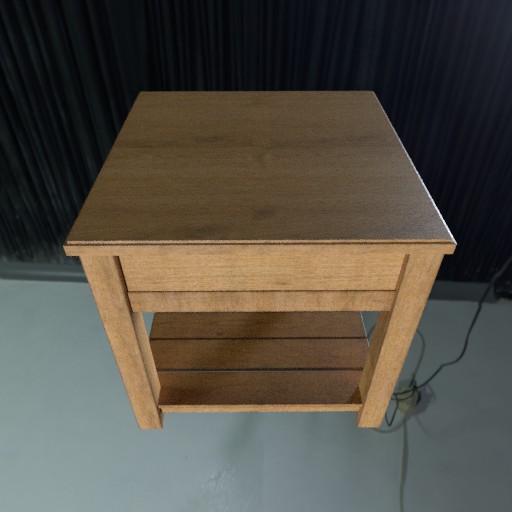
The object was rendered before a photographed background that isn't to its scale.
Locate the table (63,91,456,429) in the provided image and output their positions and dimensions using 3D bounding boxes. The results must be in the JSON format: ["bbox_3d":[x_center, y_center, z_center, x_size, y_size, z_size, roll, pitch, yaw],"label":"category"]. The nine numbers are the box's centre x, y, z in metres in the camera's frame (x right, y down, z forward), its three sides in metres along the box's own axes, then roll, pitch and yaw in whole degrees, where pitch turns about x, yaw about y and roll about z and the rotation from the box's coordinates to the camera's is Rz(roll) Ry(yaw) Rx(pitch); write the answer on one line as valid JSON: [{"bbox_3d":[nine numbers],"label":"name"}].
[{"bbox_3d":[0.000,0.000,1.103,0.612,0.593,0.616,0,41,0],"label":"table"}]
